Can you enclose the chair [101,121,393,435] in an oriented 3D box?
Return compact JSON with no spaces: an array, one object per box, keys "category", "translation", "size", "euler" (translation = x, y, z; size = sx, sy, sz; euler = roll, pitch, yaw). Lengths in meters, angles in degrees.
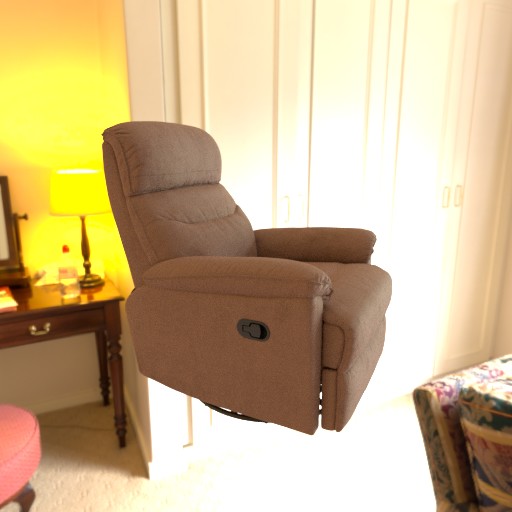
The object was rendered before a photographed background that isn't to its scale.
[{"category":"chair","translation":[0.000,0.000,1.755],"size":[1.004,1.037,0.820],"euler":[7,15,25]}]
